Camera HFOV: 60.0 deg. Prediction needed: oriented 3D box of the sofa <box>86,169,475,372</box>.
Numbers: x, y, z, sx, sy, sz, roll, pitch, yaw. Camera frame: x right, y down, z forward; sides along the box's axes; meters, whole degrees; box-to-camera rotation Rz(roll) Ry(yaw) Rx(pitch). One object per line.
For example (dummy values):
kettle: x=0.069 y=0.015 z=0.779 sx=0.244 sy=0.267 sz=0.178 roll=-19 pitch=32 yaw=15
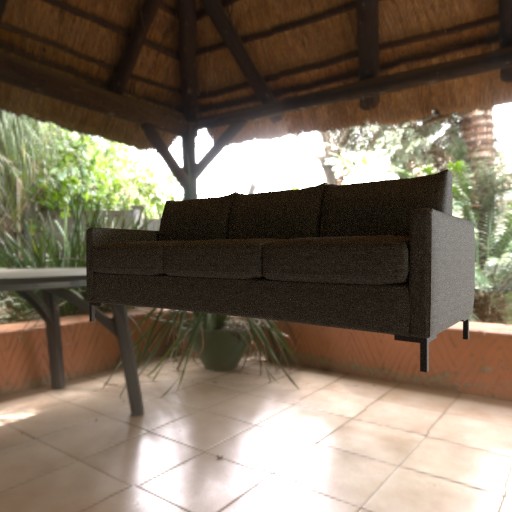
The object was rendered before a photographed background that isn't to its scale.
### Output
sofa: x=0.000 y=0.000 z=2.646 sx=2.253 sy=0.879 sz=0.876 roll=0 pitch=0 yaw=36
